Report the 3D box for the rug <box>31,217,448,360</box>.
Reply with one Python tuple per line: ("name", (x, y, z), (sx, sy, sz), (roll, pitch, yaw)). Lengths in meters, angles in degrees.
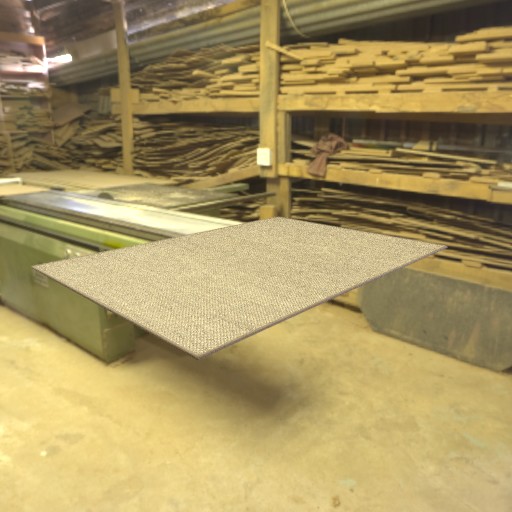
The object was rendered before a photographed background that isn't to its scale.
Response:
("rug", (0.000, 0.000, 2.728), (1.517, 0.013, 2.115), (15, 22, 42))
